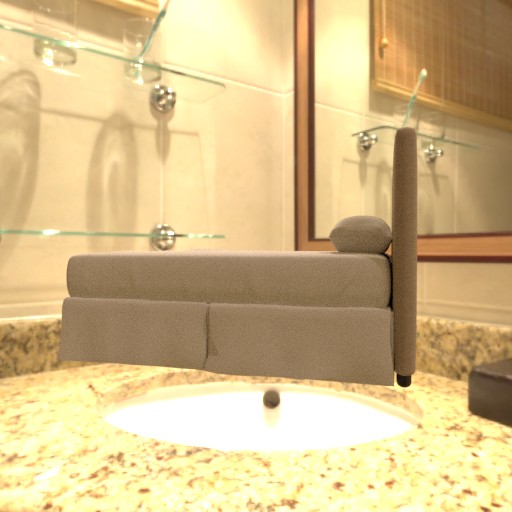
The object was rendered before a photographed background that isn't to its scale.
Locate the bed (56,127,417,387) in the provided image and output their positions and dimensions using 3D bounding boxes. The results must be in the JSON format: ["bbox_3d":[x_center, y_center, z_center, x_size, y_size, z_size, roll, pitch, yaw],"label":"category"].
[{"bbox_3d":[0.000,0.000,3.260,2.162,1.330,1.713,0,1,17],"label":"bed"}]
